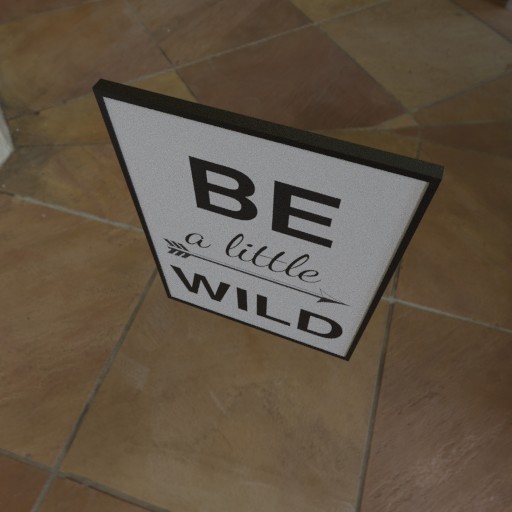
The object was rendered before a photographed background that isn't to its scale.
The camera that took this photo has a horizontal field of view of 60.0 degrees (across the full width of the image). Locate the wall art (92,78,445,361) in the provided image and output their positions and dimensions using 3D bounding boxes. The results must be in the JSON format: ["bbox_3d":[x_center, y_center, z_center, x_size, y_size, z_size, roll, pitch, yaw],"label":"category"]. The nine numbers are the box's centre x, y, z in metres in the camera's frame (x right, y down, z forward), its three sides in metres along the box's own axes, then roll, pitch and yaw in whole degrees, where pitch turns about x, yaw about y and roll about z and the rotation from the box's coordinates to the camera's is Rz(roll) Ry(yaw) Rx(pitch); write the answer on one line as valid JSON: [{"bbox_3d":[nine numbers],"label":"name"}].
[{"bbox_3d":[0.000,0.000,1.414,0.806,1.062,0.038,18,59,11],"label":"wall art"}]
